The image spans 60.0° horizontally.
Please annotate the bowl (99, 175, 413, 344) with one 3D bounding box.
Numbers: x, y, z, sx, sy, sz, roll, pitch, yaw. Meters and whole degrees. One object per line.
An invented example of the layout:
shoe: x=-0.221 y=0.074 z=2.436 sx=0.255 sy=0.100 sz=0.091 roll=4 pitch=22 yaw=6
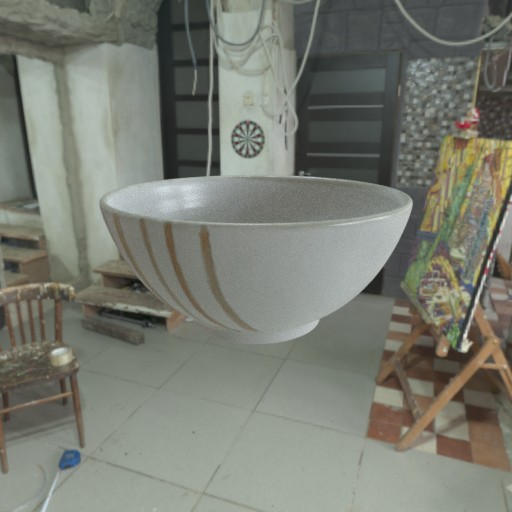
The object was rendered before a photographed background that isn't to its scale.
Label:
bowl: x=0.000 y=0.000 z=0.417 sx=0.268 sy=0.121 sz=0.268 roll=0 pitch=17 yaw=0
